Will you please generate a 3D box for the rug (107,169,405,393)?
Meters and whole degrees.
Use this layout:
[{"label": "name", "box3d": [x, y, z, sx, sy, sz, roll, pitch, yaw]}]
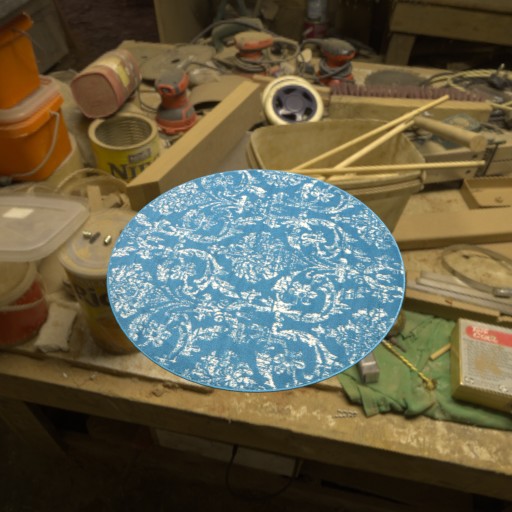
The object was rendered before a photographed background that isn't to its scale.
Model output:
[{"label": "rug", "box3d": [0.000, 0.000, 2.427, 1.593, 0.012, 1.593, 0, 47, 0]}]
